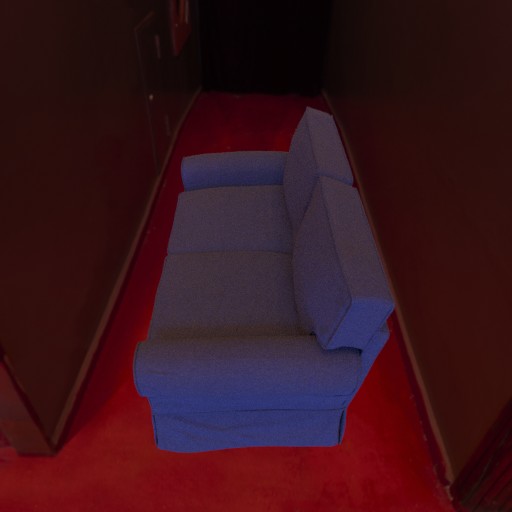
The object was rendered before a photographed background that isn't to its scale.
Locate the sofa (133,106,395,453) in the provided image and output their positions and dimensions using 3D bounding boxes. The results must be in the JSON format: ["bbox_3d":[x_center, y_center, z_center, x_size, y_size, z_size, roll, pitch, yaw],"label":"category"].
[{"bbox_3d":[0.000,0.000,2.411,0.997,1.059,1.801,0,41,0],"label":"sofa"}]
